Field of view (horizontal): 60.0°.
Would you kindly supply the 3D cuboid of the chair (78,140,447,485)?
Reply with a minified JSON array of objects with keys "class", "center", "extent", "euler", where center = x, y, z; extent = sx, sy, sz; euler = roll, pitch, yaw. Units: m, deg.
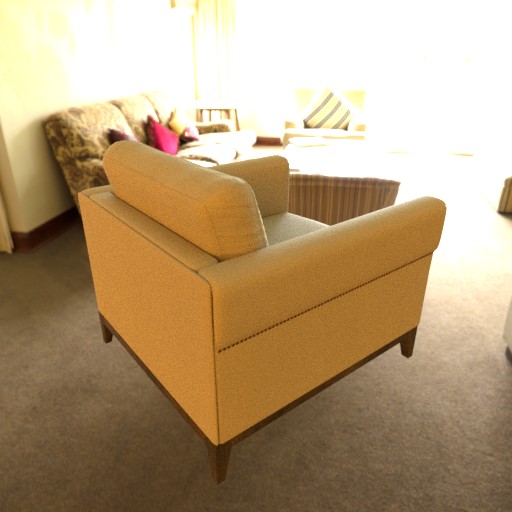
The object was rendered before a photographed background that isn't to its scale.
[{"class":"chair","center":[0.000,0.000,1.653],"extent":[0.959,0.838,0.914],"euler":[-19,31,-34]}]
